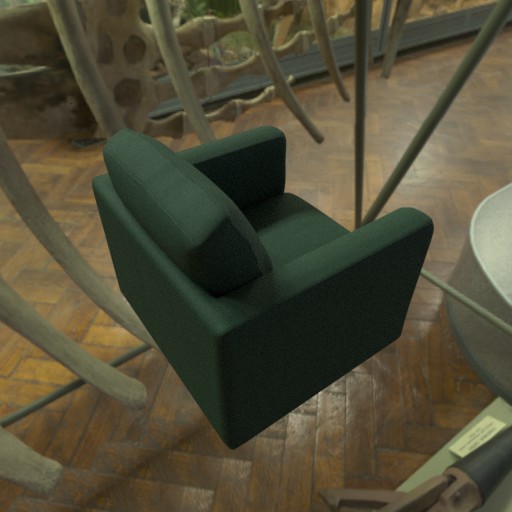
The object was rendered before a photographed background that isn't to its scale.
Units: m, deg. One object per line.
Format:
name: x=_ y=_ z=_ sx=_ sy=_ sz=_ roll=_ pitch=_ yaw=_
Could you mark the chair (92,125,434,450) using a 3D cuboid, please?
chair: x=0.000 y=0.000 z=1.570 sx=0.800 sy=0.927 sz=0.855 roll=-25 pitch=47 yaw=-26
